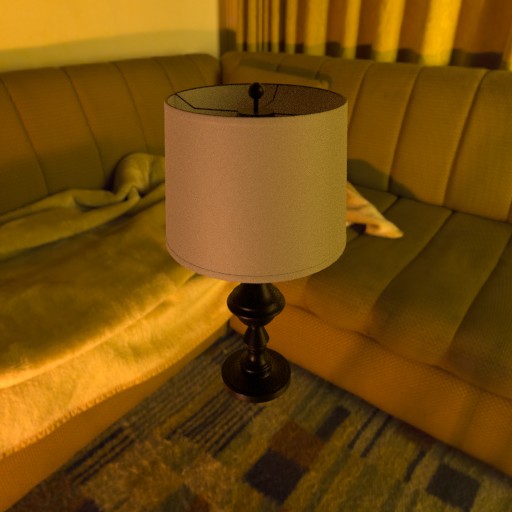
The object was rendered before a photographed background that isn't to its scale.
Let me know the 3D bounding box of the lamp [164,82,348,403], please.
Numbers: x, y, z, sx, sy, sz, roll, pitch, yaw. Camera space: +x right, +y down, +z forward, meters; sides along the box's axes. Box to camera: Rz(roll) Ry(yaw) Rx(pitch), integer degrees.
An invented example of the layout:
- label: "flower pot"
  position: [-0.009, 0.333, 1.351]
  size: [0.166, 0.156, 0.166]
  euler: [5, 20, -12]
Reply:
- label: "lamp"
  position: [0.000, 0.000, 0.983]
  size: [0.383, 0.726, 0.383]
  euler: [0, 30, 0]
